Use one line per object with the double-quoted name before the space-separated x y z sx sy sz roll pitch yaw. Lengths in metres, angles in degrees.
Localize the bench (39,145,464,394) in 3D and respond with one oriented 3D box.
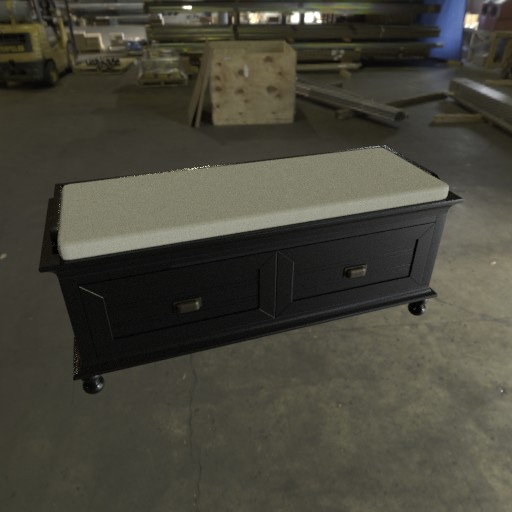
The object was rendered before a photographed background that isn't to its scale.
"bench" 0.000 0.000 1.441 1.185 0.501 0.402 -10 34 -16
